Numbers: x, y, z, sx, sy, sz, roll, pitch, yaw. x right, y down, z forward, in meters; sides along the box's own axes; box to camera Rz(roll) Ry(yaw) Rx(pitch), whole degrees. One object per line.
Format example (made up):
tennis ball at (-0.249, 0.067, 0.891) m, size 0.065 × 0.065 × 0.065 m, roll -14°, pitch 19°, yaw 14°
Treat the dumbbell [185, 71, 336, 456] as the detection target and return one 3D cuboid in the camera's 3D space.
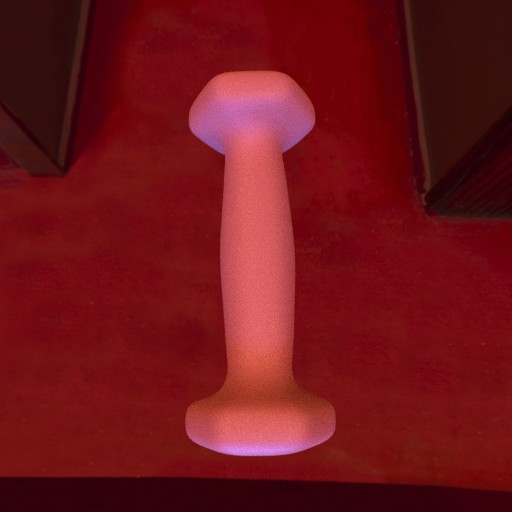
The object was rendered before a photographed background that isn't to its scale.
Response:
dumbbell at (0.000, 0.000, 0.151) m, size 0.047 × 0.043 × 0.123 m, roll -2°, pitch 76°, yaw 0°
